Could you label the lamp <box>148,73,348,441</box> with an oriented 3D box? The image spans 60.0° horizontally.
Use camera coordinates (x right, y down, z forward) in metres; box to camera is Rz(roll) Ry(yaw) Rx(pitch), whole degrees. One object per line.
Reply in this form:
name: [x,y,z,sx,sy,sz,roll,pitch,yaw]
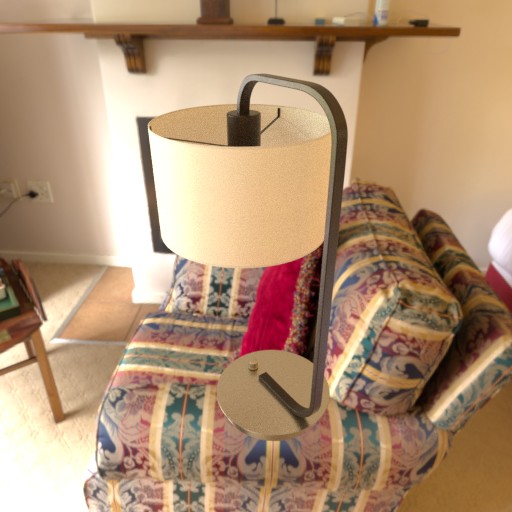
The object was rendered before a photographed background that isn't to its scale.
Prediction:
lamp: [0.000,0.000,0.616,0.230,0.473,0.288,-19,34,-30]
